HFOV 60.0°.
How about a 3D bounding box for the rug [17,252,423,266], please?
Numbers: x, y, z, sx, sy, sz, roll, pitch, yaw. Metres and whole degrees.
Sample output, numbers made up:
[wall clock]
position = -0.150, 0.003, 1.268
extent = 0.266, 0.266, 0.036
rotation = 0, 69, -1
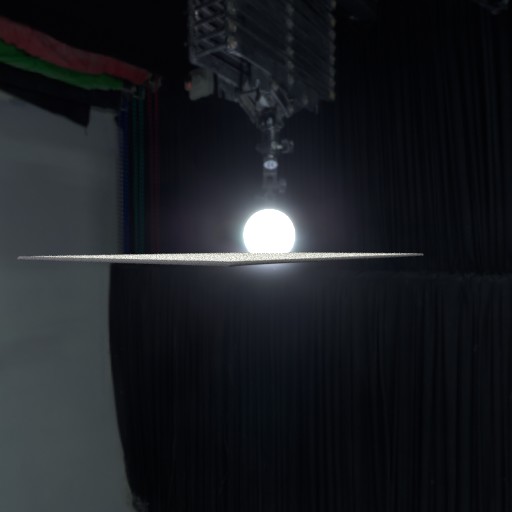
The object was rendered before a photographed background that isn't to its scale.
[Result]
[rug]
position = 0.000, 0.000, 2.069
extent = 1.067, 0.013, 1.676
rotation = 1, 1, 36
